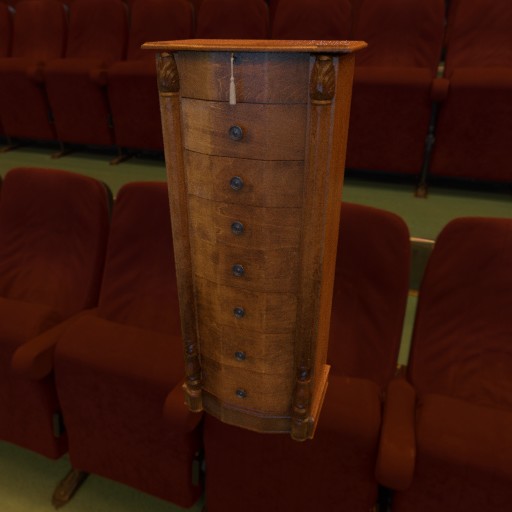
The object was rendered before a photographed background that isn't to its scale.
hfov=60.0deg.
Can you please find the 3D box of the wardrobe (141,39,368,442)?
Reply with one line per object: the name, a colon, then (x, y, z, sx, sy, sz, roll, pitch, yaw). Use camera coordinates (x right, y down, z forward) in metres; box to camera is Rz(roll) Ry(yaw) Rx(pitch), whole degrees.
wardrobe: (0.000, 0.000, 1.103, 0.406, 0.959, 0.273, 9, 29, 17)
